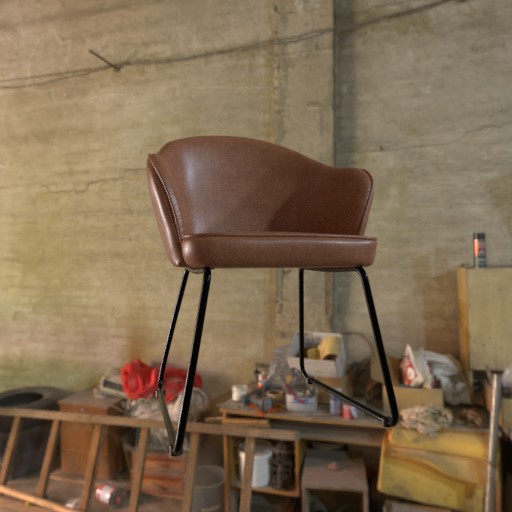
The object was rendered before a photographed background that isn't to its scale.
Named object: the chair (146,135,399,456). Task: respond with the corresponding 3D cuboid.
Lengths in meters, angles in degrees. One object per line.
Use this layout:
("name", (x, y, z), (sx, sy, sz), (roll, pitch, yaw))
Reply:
("chair", (0.000, 0.000, 1.189), (0.582, 0.785, 0.580), (0, 0, -18))
